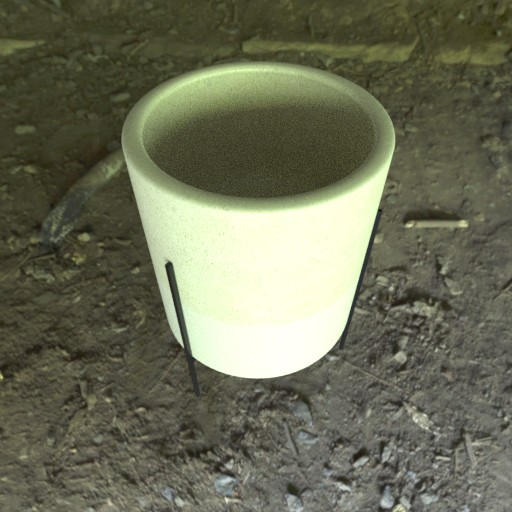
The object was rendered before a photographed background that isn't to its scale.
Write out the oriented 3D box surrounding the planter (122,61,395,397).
[{"bbox_3d":[0.000,0.000,0.708,0.324,0.483,0.333,32,56,26],"label":"planter"}]
